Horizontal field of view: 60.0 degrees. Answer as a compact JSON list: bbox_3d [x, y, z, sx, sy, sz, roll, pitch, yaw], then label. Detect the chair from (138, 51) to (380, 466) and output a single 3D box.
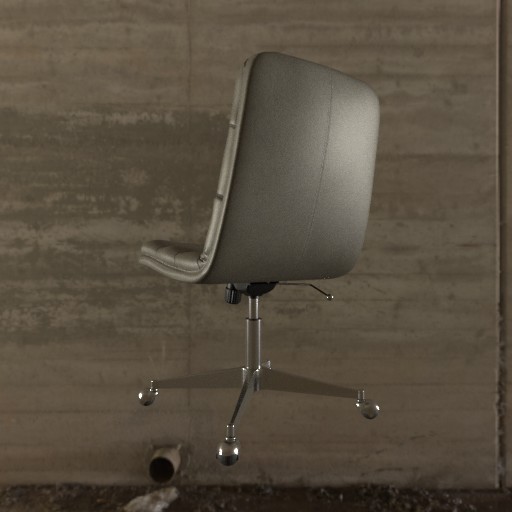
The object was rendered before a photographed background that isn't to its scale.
[{"bbox_3d":[0.000,0.000,1.039,0.422,0.738,0.485,0,0,-36],"label":"chair"}]
